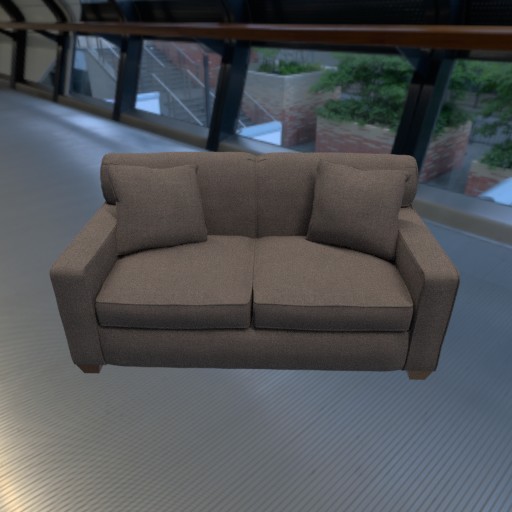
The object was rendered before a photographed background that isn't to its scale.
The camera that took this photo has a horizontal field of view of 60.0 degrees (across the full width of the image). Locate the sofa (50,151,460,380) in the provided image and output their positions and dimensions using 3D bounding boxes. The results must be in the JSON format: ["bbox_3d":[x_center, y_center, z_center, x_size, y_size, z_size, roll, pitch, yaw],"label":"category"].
[{"bbox_3d":[0.000,0.000,2.434,1.846,0.958,1.000,1,29,1],"label":"sofa"}]
